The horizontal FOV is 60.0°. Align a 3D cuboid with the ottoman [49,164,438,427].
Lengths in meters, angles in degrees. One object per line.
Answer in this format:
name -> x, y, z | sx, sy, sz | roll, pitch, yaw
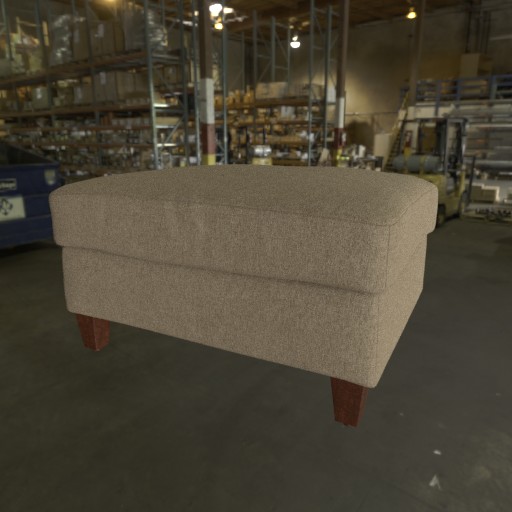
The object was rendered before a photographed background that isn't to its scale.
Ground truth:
ottoman -> 0.000, 0.000, 1.276 | 0.889, 0.511, 0.692 | 8, 17, 27
